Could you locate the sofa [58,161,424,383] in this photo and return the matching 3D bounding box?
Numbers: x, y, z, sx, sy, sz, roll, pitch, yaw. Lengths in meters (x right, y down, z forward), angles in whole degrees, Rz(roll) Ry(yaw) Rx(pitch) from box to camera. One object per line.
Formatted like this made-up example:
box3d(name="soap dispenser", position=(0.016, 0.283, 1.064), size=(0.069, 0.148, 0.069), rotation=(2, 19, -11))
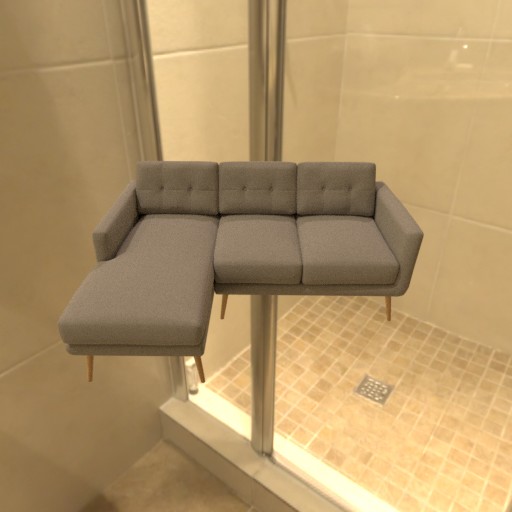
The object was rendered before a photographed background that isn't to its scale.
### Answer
box3d(name="sofa", position=(0.000, 0.000, 2.902), size=(2.040, 0.860, 1.530), rotation=(0, 30, 1))
